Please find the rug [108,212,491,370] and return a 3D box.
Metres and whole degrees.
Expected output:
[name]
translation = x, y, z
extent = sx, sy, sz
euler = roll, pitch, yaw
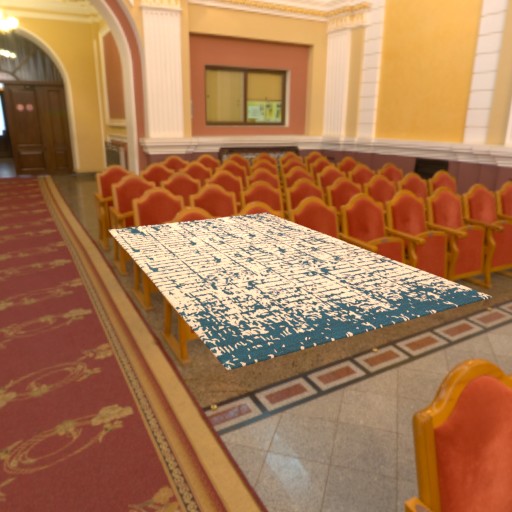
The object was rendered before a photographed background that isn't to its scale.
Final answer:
[rug]
translation = 0.000, 0.000, 3.016
extent = 1.517, 0.011, 2.435
euler = -9, 19, -26
